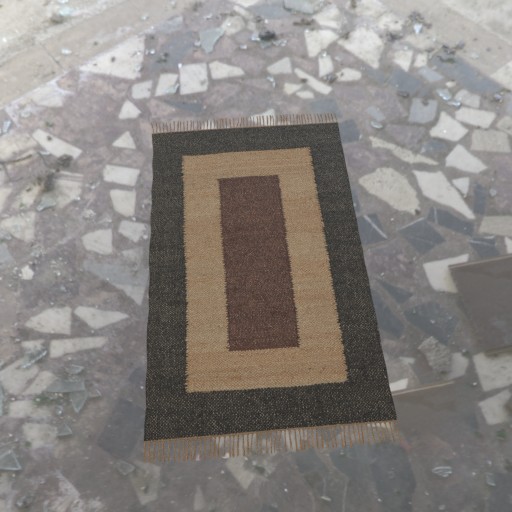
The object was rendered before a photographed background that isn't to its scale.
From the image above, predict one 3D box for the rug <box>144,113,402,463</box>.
[{"bbox_3d":[0.000,0.000,1.876,0.920,0.013,1.541,-4,65,-2],"label":"rug"}]
